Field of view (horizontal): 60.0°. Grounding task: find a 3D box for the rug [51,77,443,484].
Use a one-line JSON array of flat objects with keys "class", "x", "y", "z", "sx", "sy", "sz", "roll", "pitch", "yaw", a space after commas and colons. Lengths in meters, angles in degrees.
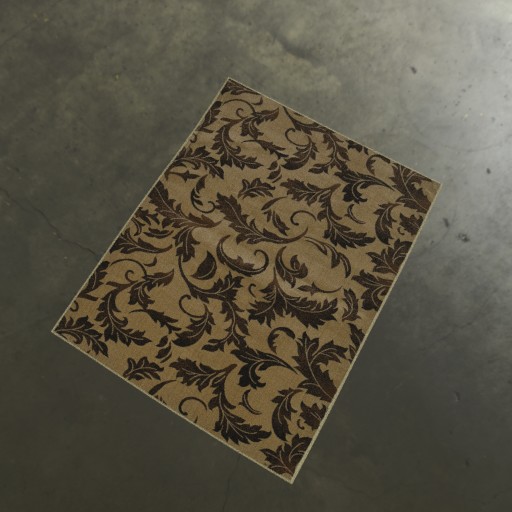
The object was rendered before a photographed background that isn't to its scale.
[{"class": "rug", "x": 0.000, "y": 0.000, "z": 3.990, "sx": 2.380, "sy": 0.008, "sz": 2.977, "roll": 29, "pitch": 77, "yaw": 8}]
